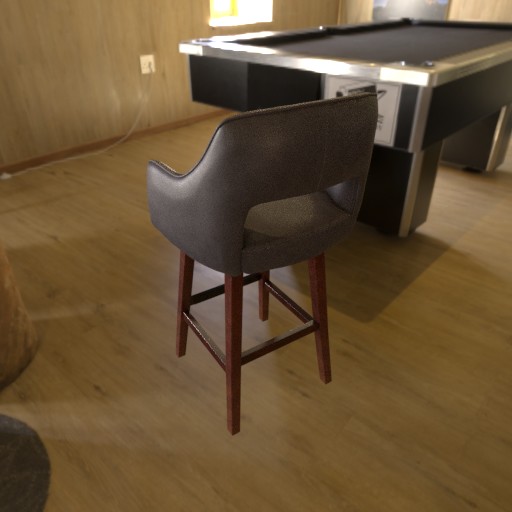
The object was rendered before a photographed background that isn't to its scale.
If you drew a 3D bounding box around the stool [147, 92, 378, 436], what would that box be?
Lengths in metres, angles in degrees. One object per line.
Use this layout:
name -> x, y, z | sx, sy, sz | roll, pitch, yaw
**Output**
stool -> 0.000, 0.000, 1.386 | 0.550, 1.041, 0.560 | -19, 37, -27
